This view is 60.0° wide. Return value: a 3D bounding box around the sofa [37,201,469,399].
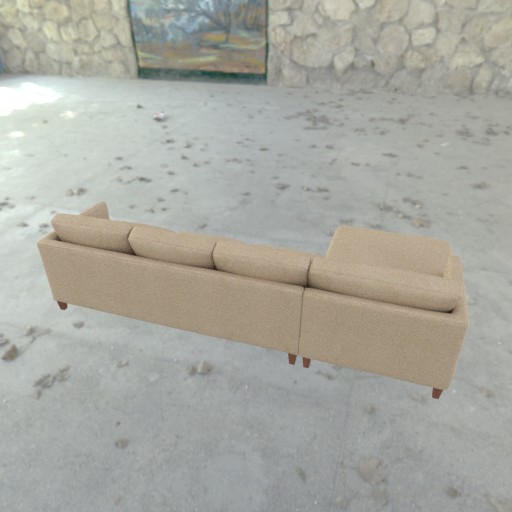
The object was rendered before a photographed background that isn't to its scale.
[{"bbox_3d":[0.000,0.000,3.770,3.201,0.876,1.502,10,32,16],"label":"sofa"}]
